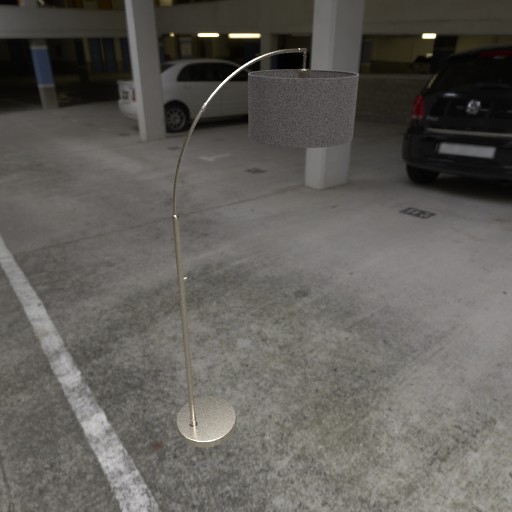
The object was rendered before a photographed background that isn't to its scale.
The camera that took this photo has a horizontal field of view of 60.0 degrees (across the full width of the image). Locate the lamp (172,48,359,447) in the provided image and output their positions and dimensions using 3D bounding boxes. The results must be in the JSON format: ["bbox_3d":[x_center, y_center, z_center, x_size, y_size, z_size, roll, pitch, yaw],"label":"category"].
[{"bbox_3d":[0.000,0.000,2.054,0.934,1.735,0.452,-18,32,-32],"label":"lamp"}]
